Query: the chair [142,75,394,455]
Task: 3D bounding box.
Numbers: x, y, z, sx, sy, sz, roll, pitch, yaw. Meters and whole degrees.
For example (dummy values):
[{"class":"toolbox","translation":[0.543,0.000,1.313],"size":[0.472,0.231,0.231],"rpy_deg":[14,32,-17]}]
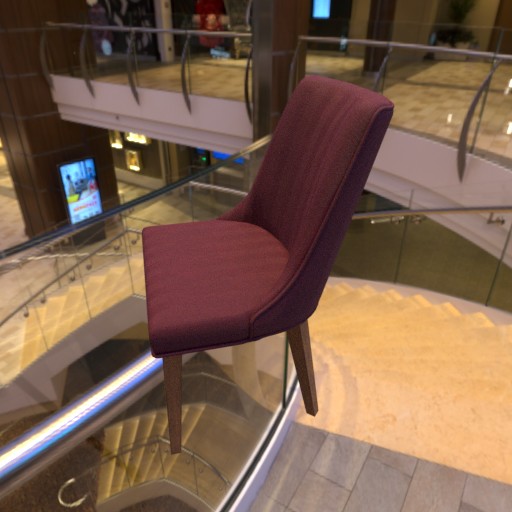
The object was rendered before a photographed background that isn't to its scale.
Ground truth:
[{"class":"chair","translation":[0.000,0.000,1.285],"size":[0.638,0.916,0.548],"rpy_deg":[-7,31,-12]}]
